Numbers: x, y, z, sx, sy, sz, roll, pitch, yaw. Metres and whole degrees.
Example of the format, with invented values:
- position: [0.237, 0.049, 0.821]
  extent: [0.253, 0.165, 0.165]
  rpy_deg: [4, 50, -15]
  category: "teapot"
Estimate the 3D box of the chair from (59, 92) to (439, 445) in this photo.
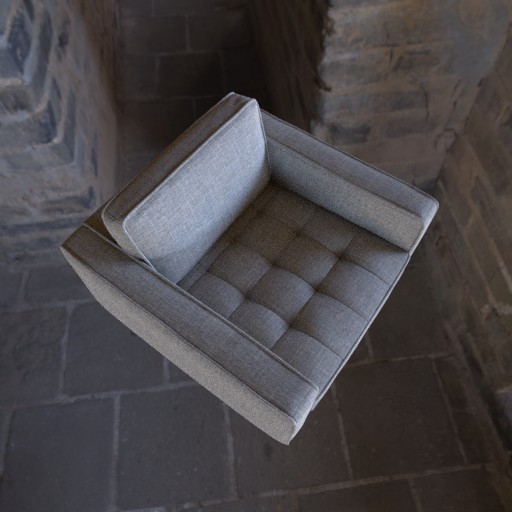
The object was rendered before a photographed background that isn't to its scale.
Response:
- position: [0.000, 0.000, 1.586]
  extent: [0.914, 0.765, 0.889]
  rpy_deg: [32, 65, 17]
  category: "chair"
